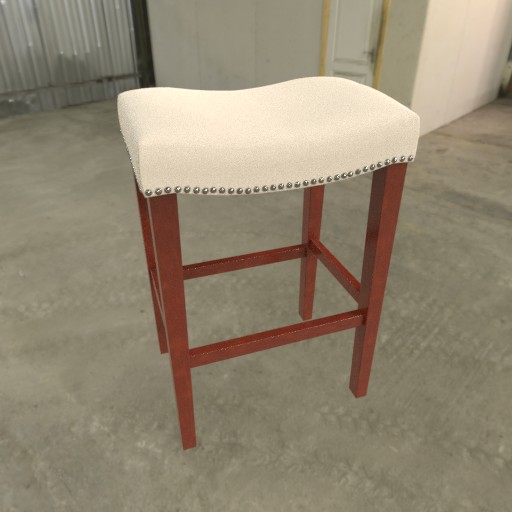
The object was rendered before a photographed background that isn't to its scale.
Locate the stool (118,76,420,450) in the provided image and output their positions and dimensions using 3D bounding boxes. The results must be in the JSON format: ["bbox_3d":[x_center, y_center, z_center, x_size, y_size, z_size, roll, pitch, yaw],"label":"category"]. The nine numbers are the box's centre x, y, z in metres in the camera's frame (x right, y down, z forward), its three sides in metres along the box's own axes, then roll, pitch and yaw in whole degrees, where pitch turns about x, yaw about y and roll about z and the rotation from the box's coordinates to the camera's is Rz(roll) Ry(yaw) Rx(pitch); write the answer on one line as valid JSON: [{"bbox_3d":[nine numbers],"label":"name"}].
[{"bbox_3d":[0.000,0.000,1.034,0.504,0.742,0.372,-10,33,-16],"label":"stool"}]
